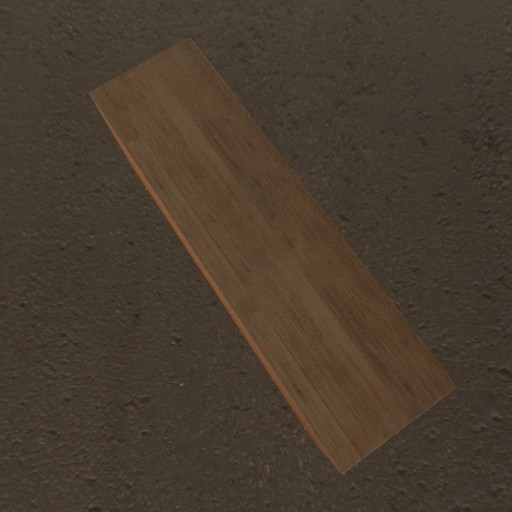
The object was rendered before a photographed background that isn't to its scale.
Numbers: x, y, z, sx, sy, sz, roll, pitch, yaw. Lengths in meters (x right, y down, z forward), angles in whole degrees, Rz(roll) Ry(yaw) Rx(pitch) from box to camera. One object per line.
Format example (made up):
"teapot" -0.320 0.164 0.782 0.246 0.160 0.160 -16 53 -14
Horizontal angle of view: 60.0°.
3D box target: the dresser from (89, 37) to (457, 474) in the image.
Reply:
"dresser" 0.000 0.000 1.925 0.455 0.788 1.602 -33 77 -8
